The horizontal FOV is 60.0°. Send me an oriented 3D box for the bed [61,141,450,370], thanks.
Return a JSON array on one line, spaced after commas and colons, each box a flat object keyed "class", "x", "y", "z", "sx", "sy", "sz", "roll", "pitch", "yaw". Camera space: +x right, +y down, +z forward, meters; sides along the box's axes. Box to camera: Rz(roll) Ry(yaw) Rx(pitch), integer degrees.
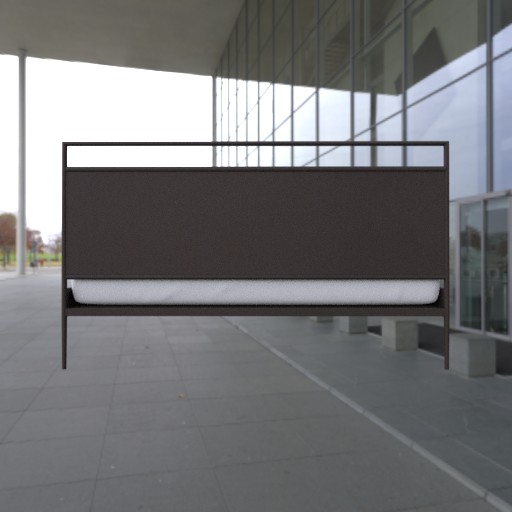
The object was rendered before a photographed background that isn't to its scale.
[{"class": "bed", "x": 0.000, "y": 0.000, "z": 3.343, "sx": 1.993, "sy": 1.173, "sz": 2.151, "roll": 0, "pitch": 0, "yaw": 0}]
